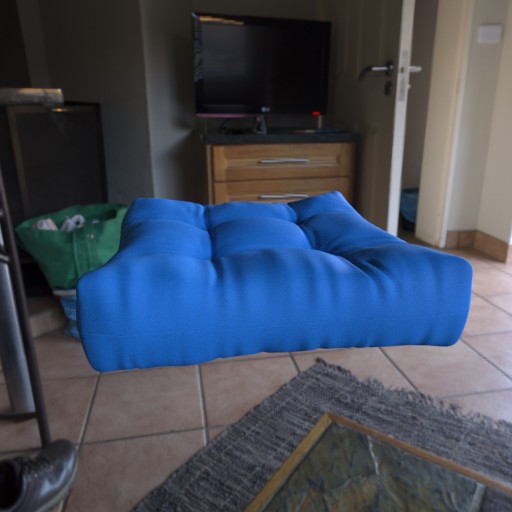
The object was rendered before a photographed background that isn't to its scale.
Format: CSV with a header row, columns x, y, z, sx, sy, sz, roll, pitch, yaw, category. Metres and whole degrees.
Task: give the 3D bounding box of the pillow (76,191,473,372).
x,y,z,sx,sy,sz,roll,pitch,yaw,category
0.000,0.000,0.717,0.468,0.128,0.490,-3,18,-8,pillow
